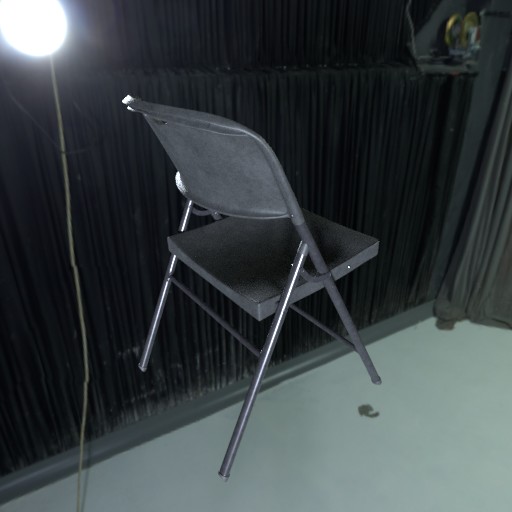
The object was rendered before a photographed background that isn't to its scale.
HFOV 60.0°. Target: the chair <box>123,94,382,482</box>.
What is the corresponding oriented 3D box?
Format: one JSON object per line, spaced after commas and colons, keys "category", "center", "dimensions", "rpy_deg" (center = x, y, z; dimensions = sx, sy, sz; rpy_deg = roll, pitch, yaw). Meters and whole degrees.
{"category": "chair", "center": [0.000, 0.000, 1.153], "dimensions": [0.566, 0.810, 0.494], "rpy_deg": [-18, 32, -32]}
